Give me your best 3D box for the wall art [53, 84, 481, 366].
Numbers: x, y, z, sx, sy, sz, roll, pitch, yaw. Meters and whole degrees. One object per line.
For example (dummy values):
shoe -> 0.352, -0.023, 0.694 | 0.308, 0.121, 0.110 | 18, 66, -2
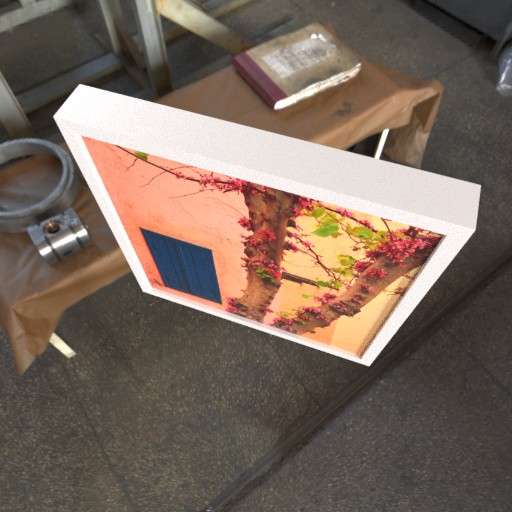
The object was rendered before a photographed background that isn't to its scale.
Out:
wall art -> 0.000, 0.000, 0.442 | 0.305, 0.302, 0.038 | 17, 61, 9
